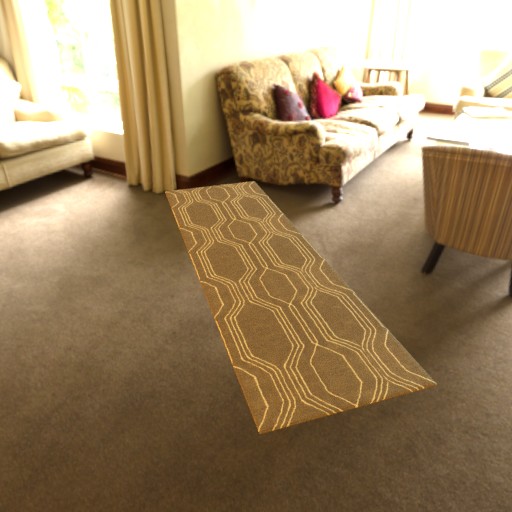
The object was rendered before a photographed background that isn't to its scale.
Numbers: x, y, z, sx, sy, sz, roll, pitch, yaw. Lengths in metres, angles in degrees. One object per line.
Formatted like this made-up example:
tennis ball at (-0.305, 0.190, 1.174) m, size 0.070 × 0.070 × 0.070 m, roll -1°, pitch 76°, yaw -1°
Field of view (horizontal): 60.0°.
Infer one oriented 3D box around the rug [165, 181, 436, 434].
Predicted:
rug at (0.000, 0.000, 2.737) m, size 0.773 × 0.012 × 2.464 m, roll -9°, pitch 31°, yaw -15°
